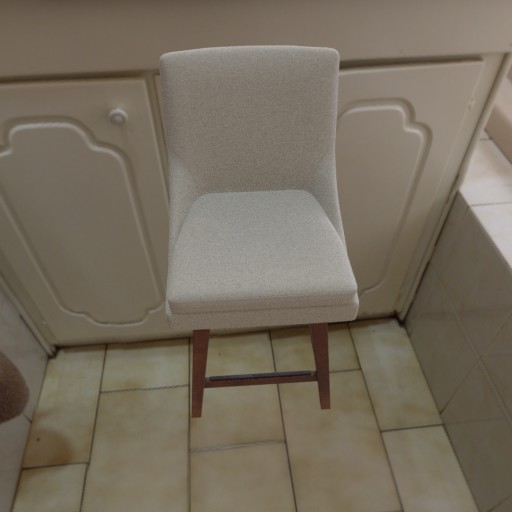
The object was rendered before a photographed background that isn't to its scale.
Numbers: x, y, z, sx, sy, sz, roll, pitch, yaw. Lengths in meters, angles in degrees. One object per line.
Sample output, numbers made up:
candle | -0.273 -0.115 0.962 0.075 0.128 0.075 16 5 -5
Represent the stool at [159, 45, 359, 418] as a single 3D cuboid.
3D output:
stool | 0.000 0.000 1.297 0.469 0.991 0.559 -3 47 -3
